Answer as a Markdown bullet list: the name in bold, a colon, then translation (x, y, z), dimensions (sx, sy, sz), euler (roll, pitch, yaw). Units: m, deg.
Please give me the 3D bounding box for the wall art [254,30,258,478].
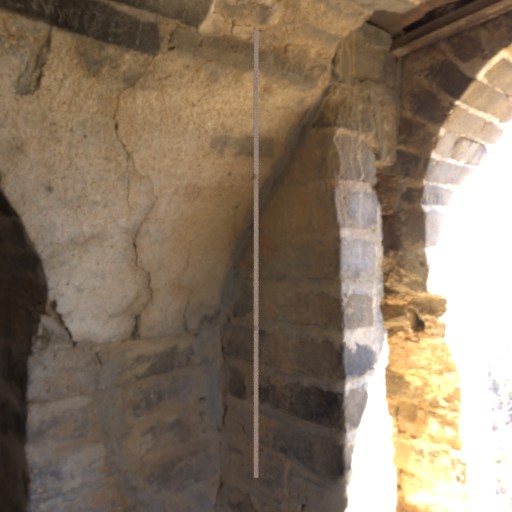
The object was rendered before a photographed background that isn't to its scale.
- **wall art**: translation (0.000, 0.000, 1.813), dimensions (0.013, 1.218, 1.219), euler (0, -1, 0)
